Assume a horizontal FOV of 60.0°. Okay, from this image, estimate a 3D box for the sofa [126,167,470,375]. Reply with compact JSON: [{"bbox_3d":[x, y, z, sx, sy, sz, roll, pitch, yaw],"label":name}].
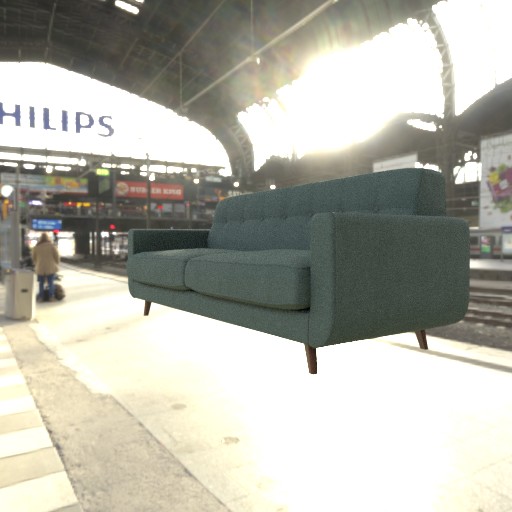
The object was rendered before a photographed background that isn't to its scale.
[{"bbox_3d":[0.000,0.000,2.530,0.909,0.841,2.029,-1,2,-35],"label":"sofa"}]
